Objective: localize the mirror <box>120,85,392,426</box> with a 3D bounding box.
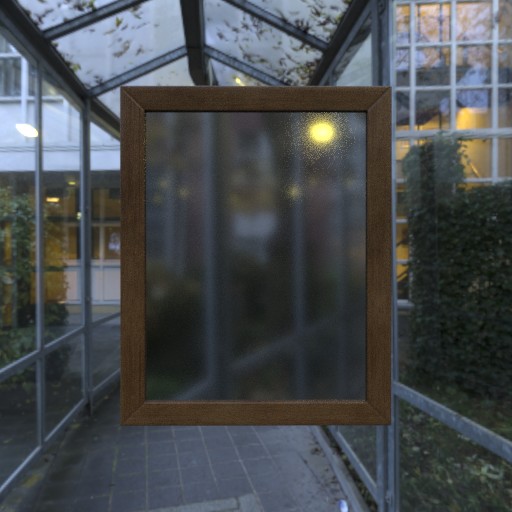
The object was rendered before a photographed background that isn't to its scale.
[{"bbox_3d":[0.000,0.000,0.682,0.405,0.508,0.041,0,0,0],"label":"mirror"}]
